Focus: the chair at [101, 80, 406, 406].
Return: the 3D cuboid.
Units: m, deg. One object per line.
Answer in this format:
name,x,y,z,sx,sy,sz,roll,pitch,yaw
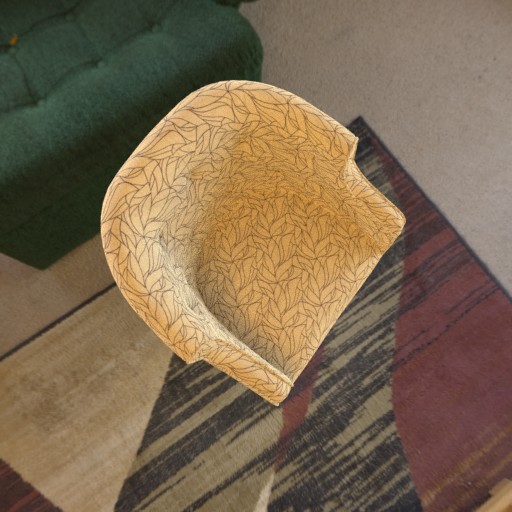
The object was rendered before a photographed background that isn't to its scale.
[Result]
chair,0.000,0.000,1.328,0.613,0.858,0.686,36,79,8
